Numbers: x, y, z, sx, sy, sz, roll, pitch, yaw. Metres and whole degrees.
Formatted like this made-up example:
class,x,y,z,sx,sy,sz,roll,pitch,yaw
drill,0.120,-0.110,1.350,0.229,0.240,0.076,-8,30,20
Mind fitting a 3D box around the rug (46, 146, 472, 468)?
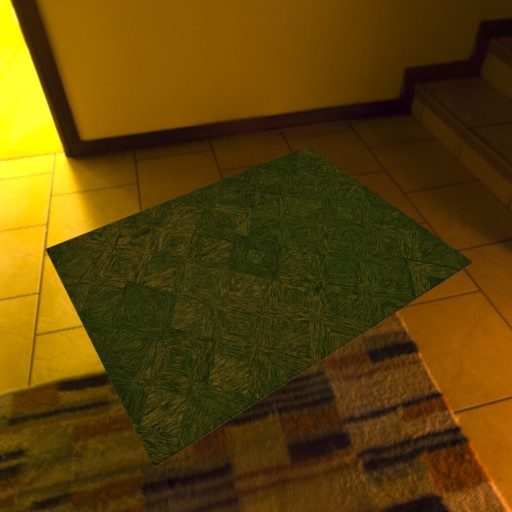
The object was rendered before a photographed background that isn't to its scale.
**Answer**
class,x,y,z,sx,sy,sz,roll,pitch,yaw
rug,0.000,0.000,4.163,3.217,0.027,2.405,-26,51,-23
